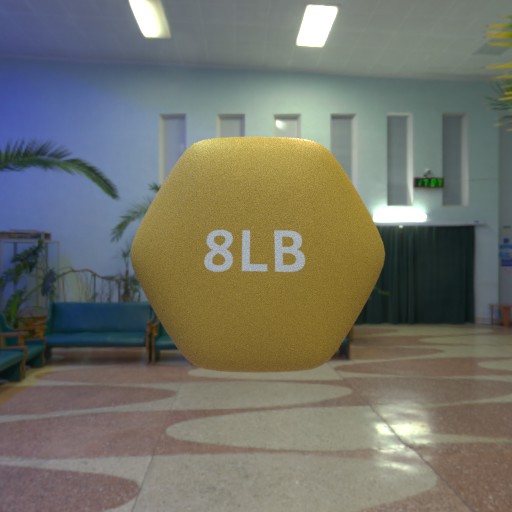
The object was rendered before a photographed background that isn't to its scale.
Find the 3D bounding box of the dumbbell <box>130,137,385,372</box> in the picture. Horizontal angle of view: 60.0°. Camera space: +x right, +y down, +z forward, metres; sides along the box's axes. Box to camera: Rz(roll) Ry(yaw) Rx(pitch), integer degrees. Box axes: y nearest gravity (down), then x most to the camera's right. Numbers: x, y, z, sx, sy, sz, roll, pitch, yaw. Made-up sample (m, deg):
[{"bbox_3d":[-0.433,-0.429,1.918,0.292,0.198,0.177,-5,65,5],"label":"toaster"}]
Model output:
[{"bbox_3d":[0.000,0.000,0.235,0.090,0.082,0.190,0,0,0],"label":"dumbbell"}]
